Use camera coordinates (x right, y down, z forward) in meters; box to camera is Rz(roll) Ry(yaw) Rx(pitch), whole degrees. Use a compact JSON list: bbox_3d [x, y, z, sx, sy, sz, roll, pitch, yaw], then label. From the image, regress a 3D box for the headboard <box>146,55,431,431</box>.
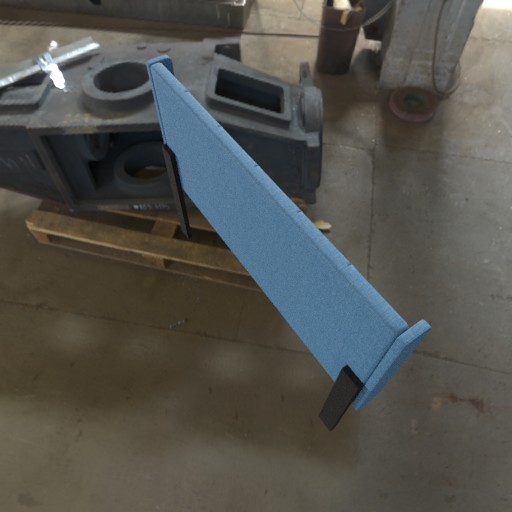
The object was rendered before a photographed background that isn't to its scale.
[{"bbox_3d":[0.000,0.000,2.692,0.184,1.524,2.051,-30,62,-18],"label":"headboard"}]
